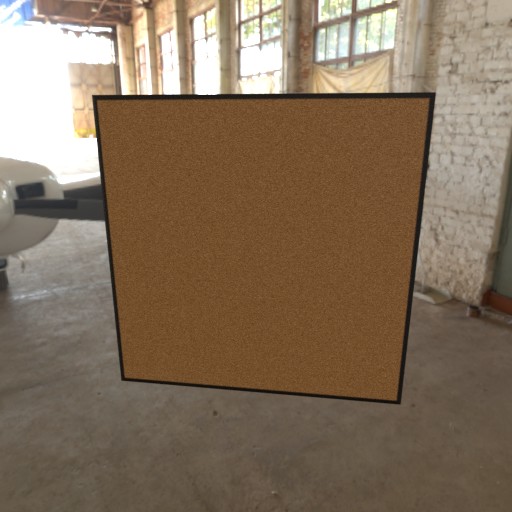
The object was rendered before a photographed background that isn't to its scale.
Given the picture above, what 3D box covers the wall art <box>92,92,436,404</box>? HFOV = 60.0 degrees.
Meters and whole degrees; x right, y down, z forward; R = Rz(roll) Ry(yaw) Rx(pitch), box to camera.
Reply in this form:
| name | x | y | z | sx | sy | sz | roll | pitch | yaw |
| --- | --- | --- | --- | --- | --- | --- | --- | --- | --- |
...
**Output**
| name | x | y | z | sx | sy | sz | roll | pitch | yaw |
| --- | --- | --- | --- | --- | --- | --- | --- | --- | --- |
| wall art | 0.000 | 0.000 | 0.744 | 0.513 | 0.511 | 0.028 | 2 | 17 | 8 |
